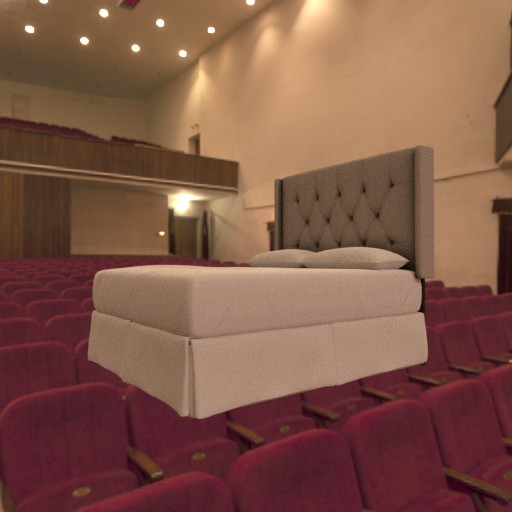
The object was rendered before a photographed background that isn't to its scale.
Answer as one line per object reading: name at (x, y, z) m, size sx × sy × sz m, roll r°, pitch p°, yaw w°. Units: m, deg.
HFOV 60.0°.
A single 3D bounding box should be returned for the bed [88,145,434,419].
bed at (0.000, 0.000, 3.394) m, size 2.066 × 1.665 × 1.719 m, roll 1°, pitch -1°, yaw -37°
